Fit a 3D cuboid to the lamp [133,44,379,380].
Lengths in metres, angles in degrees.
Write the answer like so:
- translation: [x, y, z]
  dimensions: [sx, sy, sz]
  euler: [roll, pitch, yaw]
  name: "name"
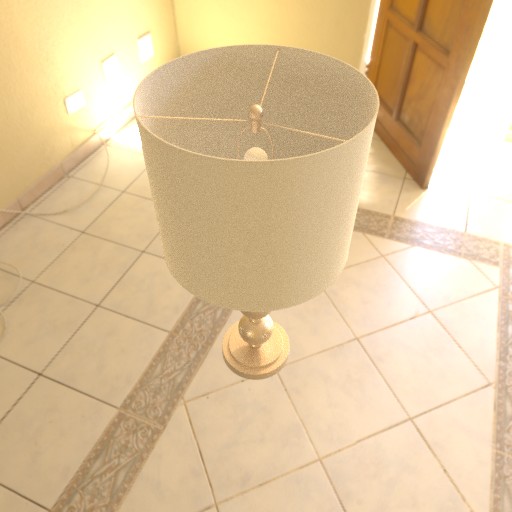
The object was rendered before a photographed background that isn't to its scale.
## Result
- translation: [0.000, 0.000, 0.696]
  dimensions: [0.277, 0.538, 0.277]
  euler: [10, 47, 9]
  name: "lamp"
